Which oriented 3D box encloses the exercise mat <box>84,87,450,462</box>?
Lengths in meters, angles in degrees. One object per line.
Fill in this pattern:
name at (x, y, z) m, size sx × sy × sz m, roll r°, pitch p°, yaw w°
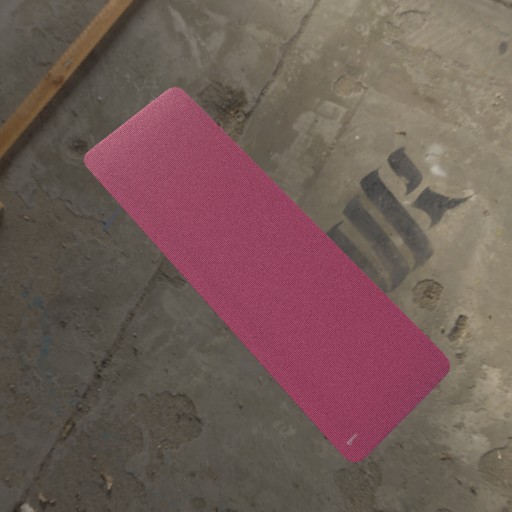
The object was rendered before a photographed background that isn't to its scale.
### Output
exercise mat at (0.000, 0.000, 2.035) m, size 0.616 × 0.021 × 1.884 m, roll -41°, pitch 80°, yaw -9°
